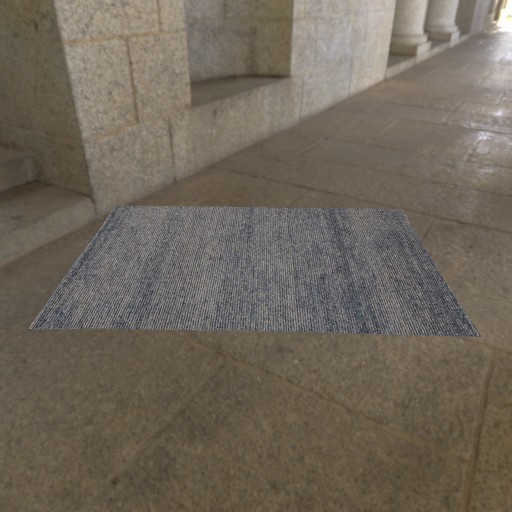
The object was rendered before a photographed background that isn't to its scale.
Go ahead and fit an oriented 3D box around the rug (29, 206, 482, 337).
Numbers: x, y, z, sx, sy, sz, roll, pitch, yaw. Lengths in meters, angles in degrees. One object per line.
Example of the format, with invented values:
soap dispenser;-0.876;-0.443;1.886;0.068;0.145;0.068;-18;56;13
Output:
rug;0.000;0.000;2.180;1.740;0.010;1.135;1;31;1
